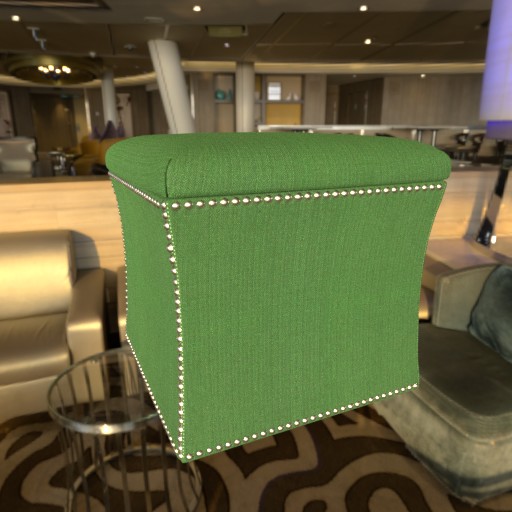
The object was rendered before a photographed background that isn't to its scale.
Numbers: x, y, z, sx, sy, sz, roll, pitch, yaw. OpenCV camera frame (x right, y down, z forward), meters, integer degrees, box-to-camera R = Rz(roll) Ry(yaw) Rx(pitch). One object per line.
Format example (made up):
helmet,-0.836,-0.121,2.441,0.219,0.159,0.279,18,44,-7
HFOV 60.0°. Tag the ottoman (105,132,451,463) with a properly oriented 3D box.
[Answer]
ottoman,0.000,0.000,0.881,0.497,0.475,0.507,-7,18,-24
